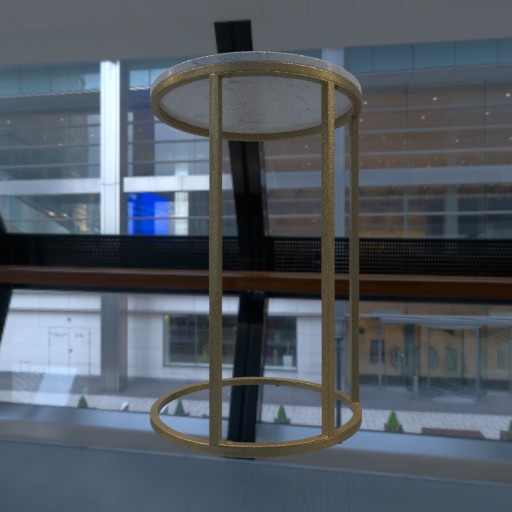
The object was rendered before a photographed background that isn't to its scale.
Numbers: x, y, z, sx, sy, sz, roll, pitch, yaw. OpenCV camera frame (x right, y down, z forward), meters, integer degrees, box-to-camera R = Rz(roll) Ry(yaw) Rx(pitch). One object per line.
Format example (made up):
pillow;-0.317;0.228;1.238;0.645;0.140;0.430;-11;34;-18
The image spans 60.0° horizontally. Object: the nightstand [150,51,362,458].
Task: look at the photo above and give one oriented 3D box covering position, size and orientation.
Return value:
nightstand;0.000;0.000;0.861;0.400;0.610;0.400;0;0;-37
